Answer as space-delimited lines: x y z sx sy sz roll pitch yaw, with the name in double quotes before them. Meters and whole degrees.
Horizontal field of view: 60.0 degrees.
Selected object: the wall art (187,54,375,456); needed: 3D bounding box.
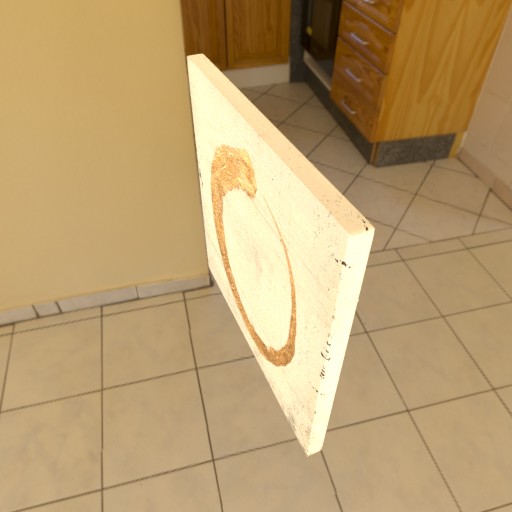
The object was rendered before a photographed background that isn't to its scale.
"wall art" 0.000 0.000 0.915 0.040 0.611 0.610 -17 46 -17
